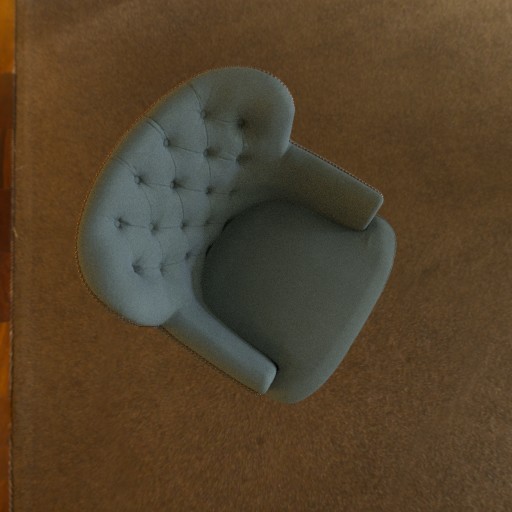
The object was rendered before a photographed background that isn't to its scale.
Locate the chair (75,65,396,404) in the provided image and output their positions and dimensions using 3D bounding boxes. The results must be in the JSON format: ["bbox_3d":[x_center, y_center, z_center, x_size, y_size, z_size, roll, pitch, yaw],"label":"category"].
[{"bbox_3d":[0.000,0.000,1.593,0.906,0.868,0.848,32,78,8],"label":"chair"}]
